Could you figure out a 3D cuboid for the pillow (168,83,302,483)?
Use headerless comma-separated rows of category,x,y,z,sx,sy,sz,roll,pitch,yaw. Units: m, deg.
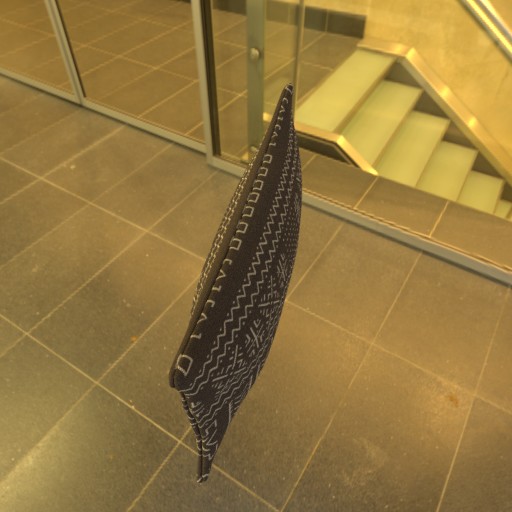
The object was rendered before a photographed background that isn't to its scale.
pillow,0.000,0.000,0.772,0.135,0.322,0.667,10,48,9
